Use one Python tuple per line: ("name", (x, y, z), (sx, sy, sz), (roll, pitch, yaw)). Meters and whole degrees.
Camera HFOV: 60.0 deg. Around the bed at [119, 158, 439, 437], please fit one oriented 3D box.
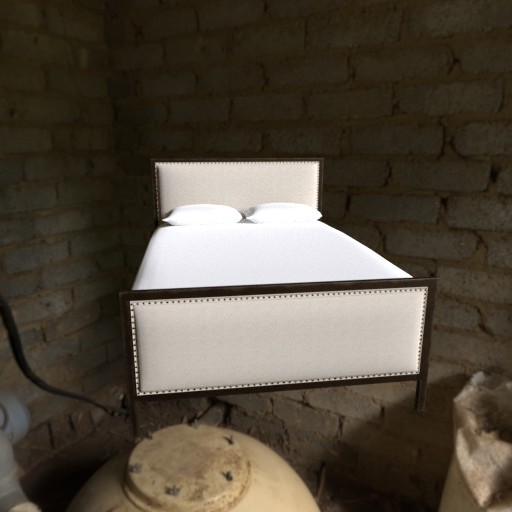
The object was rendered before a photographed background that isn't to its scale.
("bed", (0.000, 0.000, 3.242), (1.607, 1.313, 2.221), (-2, 15, -8))
